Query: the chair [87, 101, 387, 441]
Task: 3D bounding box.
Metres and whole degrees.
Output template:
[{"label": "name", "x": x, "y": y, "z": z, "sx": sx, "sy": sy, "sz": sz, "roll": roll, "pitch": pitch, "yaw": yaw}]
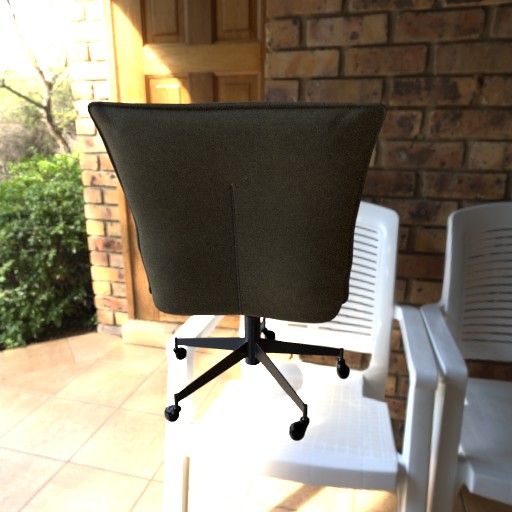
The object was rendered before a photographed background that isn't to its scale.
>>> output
[{"label": "chair", "x": 0.000, "y": 0.000, "z": 1.281, "sx": 0.597, "sy": 0.811, "sz": 0.696, "roll": 2, "pitch": 16, "yaw": 9}]
